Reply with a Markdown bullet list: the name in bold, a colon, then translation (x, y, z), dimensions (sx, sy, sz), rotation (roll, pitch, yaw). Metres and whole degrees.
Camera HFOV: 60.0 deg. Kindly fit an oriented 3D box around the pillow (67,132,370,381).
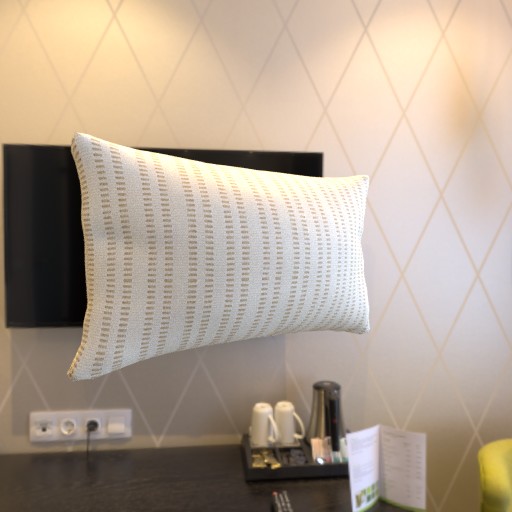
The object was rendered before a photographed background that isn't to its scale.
- **pillow**: translation (0.000, 0.000, 0.803), dimensions (0.640, 0.353, 0.210), rotation (-1, 1, -36)
